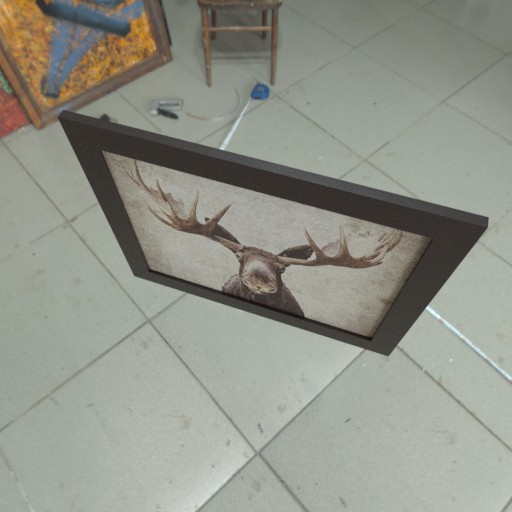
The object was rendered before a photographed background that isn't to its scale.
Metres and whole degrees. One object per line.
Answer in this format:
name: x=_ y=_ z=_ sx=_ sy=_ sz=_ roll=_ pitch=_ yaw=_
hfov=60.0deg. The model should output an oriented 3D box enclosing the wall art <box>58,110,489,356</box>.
wall art: x=0.000 y=0.000 z=1.596 sx=1.207 sy=0.952 sz=0.034 roll=16 pitch=60 yaw=10
